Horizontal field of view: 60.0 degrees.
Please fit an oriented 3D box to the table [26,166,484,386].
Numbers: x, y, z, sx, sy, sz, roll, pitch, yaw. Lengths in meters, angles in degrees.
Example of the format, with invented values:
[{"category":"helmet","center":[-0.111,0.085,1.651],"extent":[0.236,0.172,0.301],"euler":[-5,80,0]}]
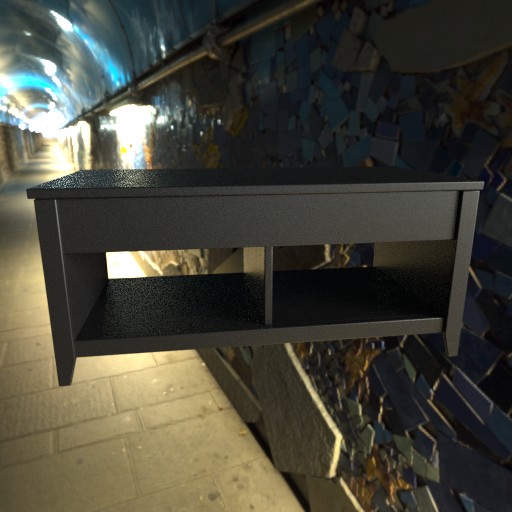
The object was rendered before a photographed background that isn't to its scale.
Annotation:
[{"category":"table","center":[0.000,0.000,1.262],"extent":[1.016,0.457,0.483],"euler":[-2,16,-8]}]
